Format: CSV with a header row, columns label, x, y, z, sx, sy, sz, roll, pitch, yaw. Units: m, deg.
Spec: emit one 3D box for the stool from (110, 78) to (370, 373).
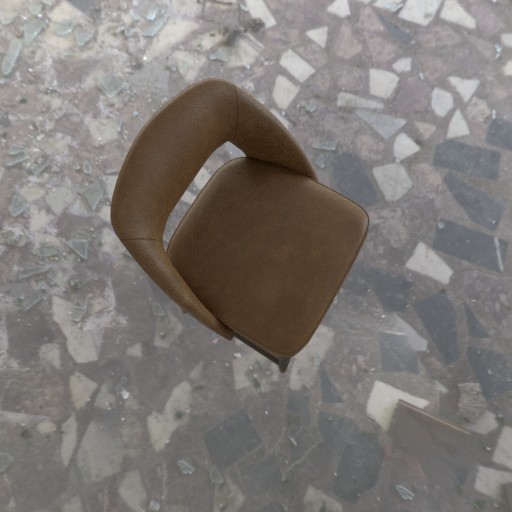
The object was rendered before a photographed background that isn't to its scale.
label,x,y,z,sx,sy,sz,roll,pitch,yaw
stool,0.000,0.000,1.266,0.509,0.940,0.494,30,77,8
